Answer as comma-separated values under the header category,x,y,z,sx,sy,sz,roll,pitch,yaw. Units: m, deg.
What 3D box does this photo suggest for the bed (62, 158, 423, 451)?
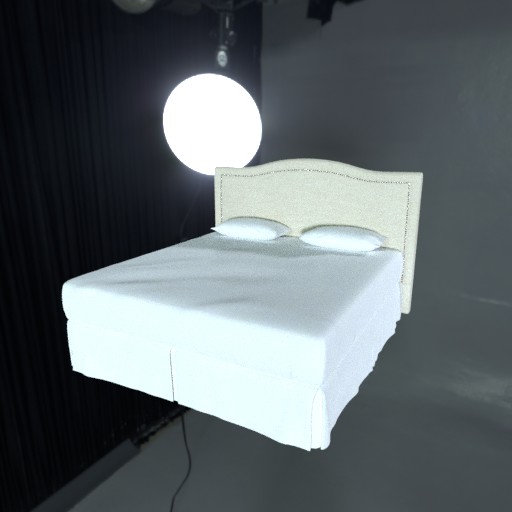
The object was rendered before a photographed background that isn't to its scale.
category,x,y,z,sx,sy,sz,roll,pitch,yaw
bed,0.000,0.000,3.482,2.083,1.421,2.182,8,17,27
